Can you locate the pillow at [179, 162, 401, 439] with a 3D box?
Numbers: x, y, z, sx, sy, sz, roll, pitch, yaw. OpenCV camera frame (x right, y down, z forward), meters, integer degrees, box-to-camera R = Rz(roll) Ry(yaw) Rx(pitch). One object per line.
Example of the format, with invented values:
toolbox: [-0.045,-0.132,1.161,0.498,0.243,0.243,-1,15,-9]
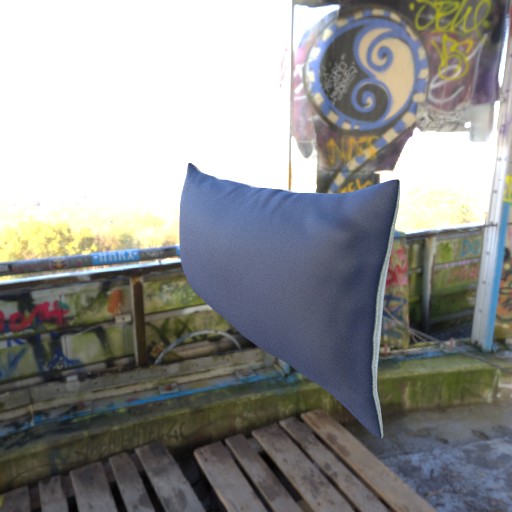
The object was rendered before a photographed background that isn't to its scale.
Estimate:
pillow: [0.000,0.000,0.721,0.151,0.287,0.610,-7,16,-27]
